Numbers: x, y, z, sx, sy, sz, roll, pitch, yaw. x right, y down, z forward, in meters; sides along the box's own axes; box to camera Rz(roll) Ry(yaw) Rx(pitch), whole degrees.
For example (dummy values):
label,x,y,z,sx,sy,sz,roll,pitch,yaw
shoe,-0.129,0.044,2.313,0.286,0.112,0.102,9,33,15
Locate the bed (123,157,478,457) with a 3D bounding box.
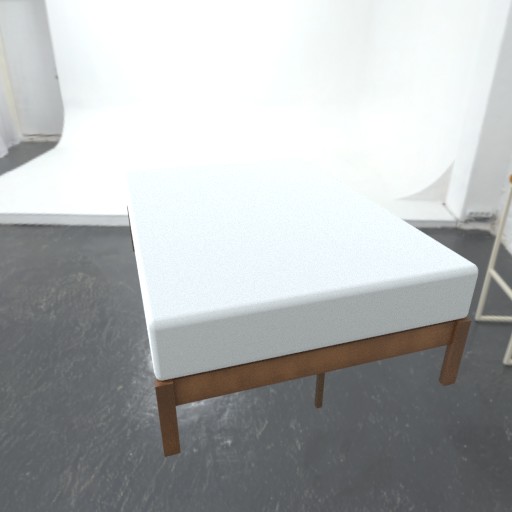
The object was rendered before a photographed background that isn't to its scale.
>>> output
label,x,y,z,sx,sy,sz,roll,pitch,yaw
bed,0.000,0.000,2.579,1.348,0.616,1.927,-8,28,-16
